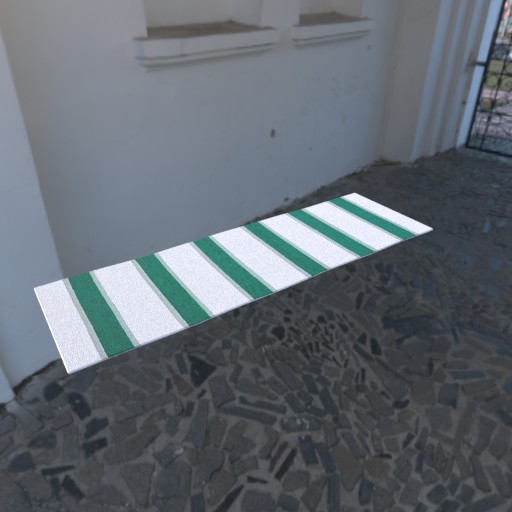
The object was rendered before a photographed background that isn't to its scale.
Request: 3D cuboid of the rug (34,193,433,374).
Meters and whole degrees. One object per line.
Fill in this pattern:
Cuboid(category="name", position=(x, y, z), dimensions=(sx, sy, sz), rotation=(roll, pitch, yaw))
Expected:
Cuboid(category="rug", position=(0.000, 0.000, 2.756), dimensions=(2.438, 0.012, 0.768), rotation=(-19, 36, -28))
